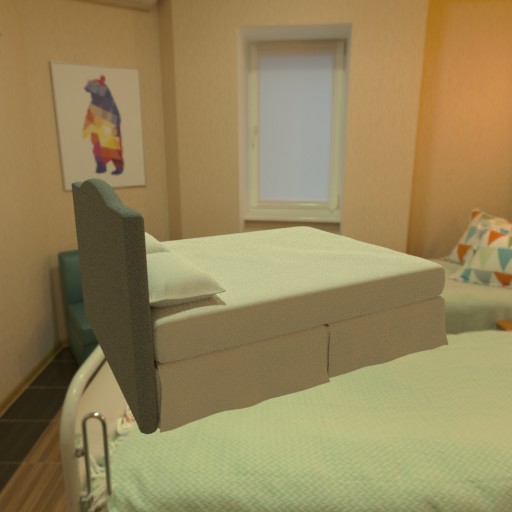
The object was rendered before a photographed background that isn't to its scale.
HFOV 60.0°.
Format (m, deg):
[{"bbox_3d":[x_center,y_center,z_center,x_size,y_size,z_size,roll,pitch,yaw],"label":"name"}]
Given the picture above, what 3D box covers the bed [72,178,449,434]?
[{"bbox_3d":[0.000,0.000,3.929,2.689,1.457,2.161,-8,17,-28],"label":"bed"}]
